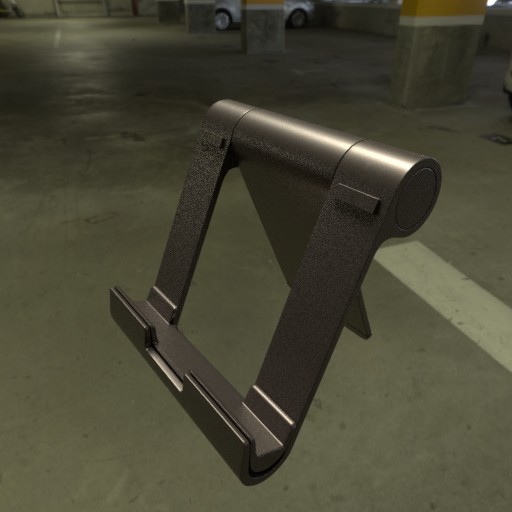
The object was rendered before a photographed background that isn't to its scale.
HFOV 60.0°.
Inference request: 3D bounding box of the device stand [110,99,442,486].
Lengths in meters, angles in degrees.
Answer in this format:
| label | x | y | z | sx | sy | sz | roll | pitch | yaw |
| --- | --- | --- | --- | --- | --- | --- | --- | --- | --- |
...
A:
| label | x | y | z | sx | sy | sz | roll | pitch | yaw |
| --- | --- | --- | --- | --- | --- | --- | --- | --- | --- |
| device stand | 0.000 | 0.000 | 0.149 | 0.079 | 0.084 | 0.088 | -22 | 37 | -32 |
